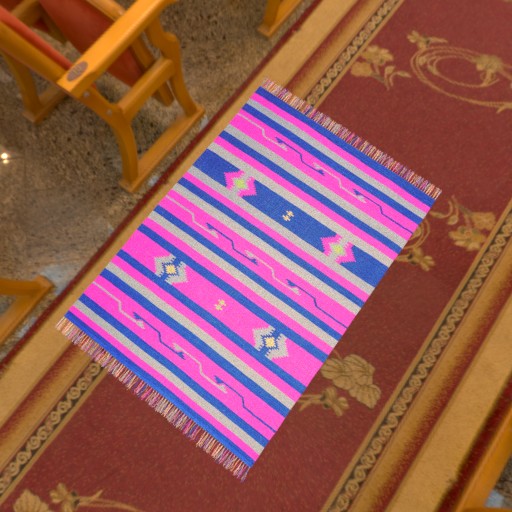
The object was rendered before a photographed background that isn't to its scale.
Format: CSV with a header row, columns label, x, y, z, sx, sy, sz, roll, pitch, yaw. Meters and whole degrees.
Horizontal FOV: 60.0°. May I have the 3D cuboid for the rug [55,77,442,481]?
label,x,y,z,sx,sy,sz,roll,pitch,yaw
rug,0.000,0.000,2.982,1.539,0.013,2.350,36,78,9
